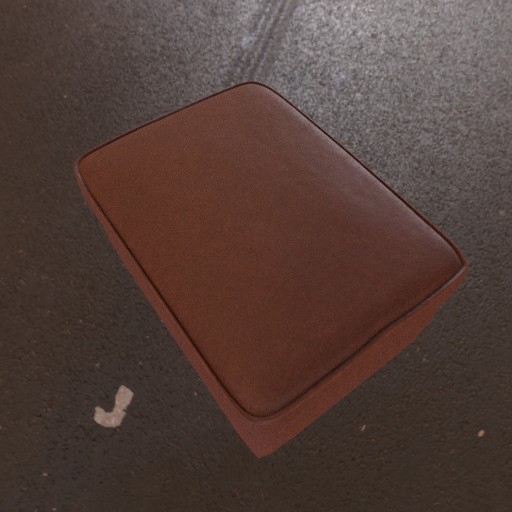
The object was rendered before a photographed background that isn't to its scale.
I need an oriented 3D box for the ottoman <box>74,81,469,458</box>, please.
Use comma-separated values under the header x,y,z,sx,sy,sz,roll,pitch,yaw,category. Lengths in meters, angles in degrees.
x,y,z,sx,sy,sz,roll,pitch,yaw,category
0.000,0.000,1.085,0.548,0.449,0.749,-32,62,-19,ottoman
